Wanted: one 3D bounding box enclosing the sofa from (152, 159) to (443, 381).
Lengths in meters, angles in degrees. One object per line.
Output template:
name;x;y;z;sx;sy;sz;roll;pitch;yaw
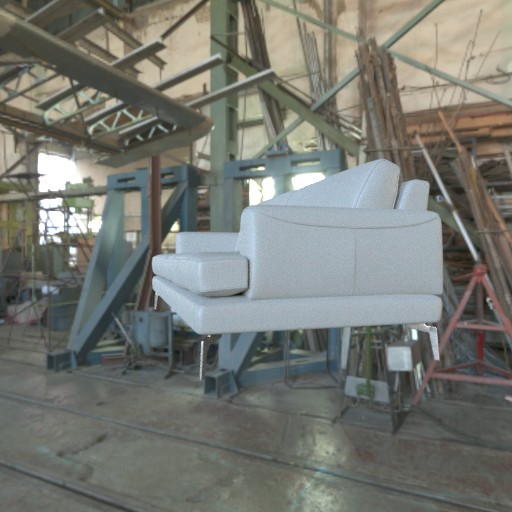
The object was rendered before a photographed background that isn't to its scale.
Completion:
sofa;0.000;0.000;2.399;0.974;0.765;1.940;0;0;-17
